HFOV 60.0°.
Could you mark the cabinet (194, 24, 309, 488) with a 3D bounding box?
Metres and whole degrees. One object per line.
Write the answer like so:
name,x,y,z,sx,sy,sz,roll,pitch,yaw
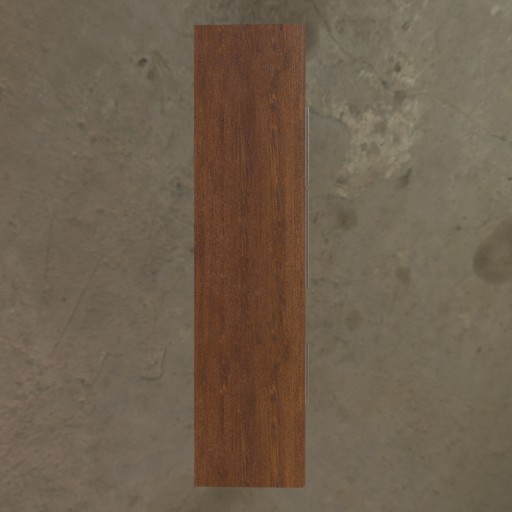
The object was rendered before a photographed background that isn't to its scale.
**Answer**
cabinet,0.000,0.000,1.787,0.419,0.510,1.600,0,90,1
